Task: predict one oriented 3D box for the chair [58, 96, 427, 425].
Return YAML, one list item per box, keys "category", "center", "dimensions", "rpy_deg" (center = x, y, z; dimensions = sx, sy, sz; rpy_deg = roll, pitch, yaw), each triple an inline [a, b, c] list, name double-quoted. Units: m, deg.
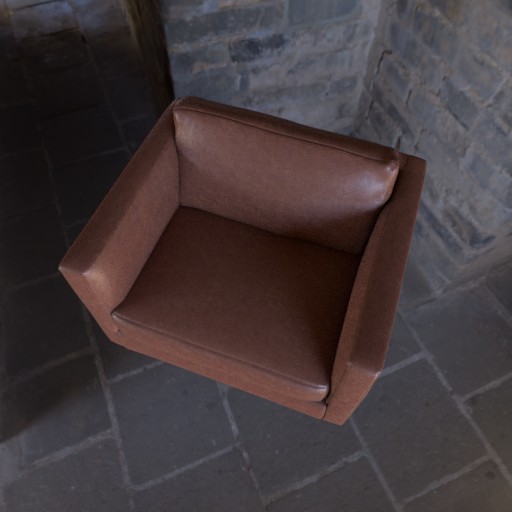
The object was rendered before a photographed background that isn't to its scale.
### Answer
- category: "chair"
  center: [0.000, 0.000, 1.831]
  dimensions: [1.107, 0.917, 0.959]
  rpy_deg: [17, 60, 10]
